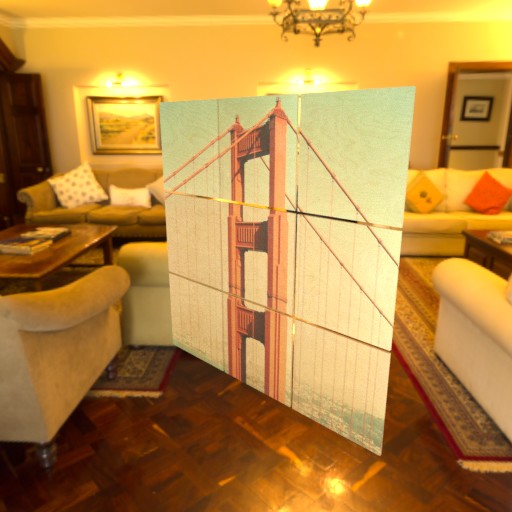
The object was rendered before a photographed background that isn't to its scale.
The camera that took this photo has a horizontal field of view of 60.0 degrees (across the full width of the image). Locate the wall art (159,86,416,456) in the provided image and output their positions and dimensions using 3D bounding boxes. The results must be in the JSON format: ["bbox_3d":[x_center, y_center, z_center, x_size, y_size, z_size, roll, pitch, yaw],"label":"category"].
[{"bbox_3d":[0.000,0.000,2.242,1.517,1.523,0.013,15,22,42],"label":"wall art"}]
